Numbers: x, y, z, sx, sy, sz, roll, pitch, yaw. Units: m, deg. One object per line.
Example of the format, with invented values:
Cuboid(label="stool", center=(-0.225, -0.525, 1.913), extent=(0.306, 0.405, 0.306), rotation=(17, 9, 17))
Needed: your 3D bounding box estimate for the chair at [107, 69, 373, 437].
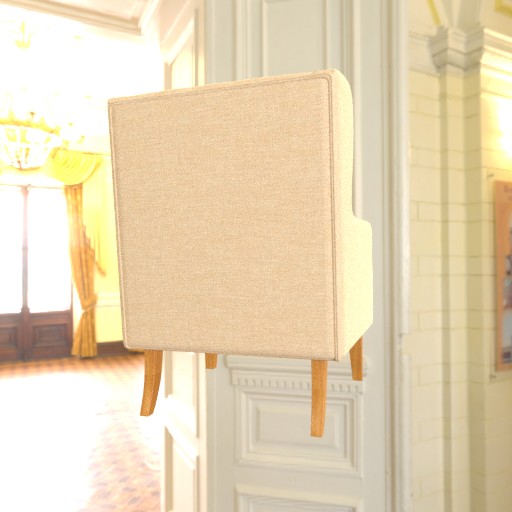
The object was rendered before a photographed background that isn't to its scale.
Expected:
Cuboid(label="chair", center=(0.000, 0.000, 1.463), extent=(0.710, 0.930, 0.760), rotation=(0, -1, 18))
